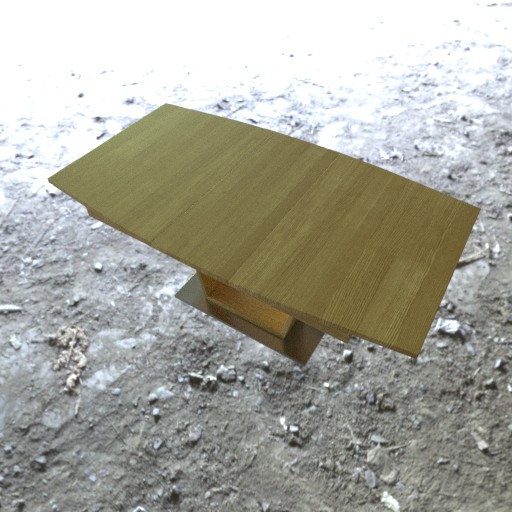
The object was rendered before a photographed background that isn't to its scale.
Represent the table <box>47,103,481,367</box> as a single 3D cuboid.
[{"bbox_3d":[0.000,0.000,2.075,1.598,0.748,0.900,24,51,21],"label":"table"}]
